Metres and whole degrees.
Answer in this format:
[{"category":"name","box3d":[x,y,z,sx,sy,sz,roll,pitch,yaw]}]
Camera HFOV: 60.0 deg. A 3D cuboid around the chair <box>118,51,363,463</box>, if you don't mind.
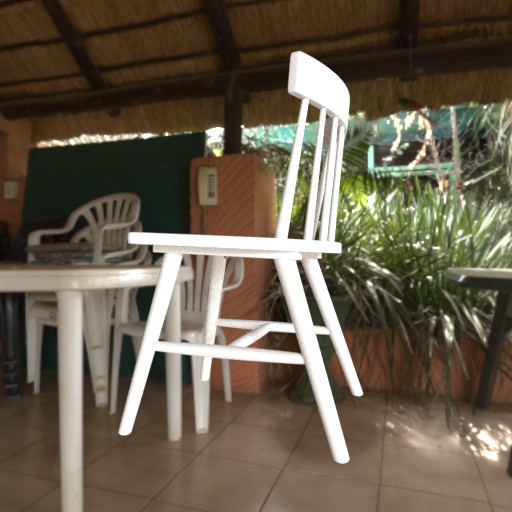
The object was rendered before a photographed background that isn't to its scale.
[{"category":"chair","box3d":[0.000,0.000,1.117,0.500,0.787,0.483,0,0,17]}]
